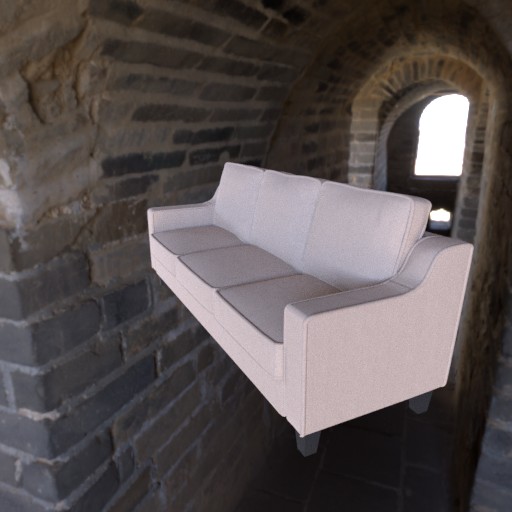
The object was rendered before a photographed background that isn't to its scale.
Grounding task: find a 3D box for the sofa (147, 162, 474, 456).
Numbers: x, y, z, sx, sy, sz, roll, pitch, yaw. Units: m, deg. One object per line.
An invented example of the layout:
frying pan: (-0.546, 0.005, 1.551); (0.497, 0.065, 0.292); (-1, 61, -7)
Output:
sofa: (0.000, 0.000, 2.495); (0.791, 0.902, 2.131); (-8, 18, -25)
